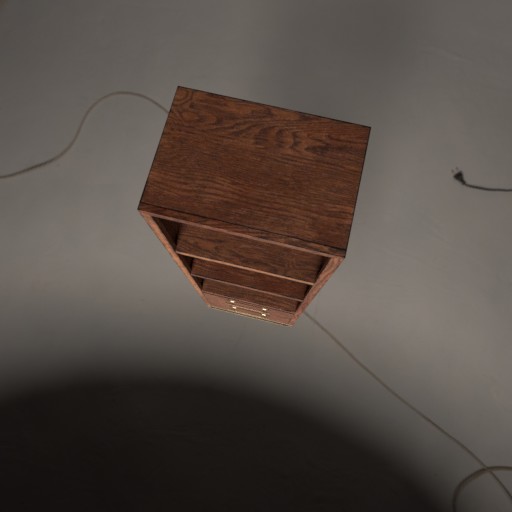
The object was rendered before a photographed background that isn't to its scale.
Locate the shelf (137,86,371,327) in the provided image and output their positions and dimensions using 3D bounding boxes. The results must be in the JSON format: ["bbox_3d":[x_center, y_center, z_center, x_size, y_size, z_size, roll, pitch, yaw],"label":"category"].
[{"bbox_3d":[0.000,0.000,1.983,0.539,1.732,0.395,13,76,3],"label":"shelf"}]
